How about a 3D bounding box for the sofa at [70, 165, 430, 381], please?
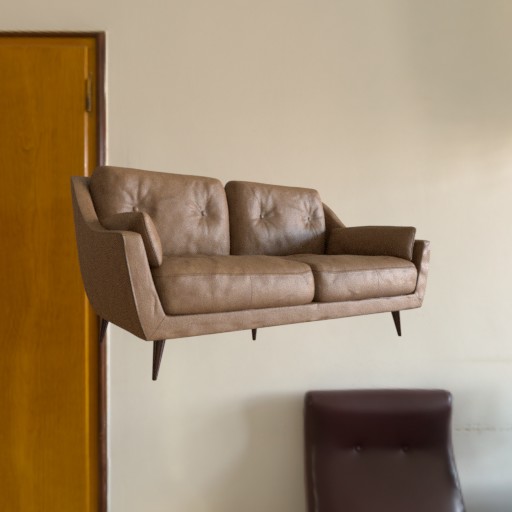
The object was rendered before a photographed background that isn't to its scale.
[{"bbox_3d":[0.000,0.000,2.310,1.731,0.886,0.981,0,1,-36],"label":"sofa"}]
